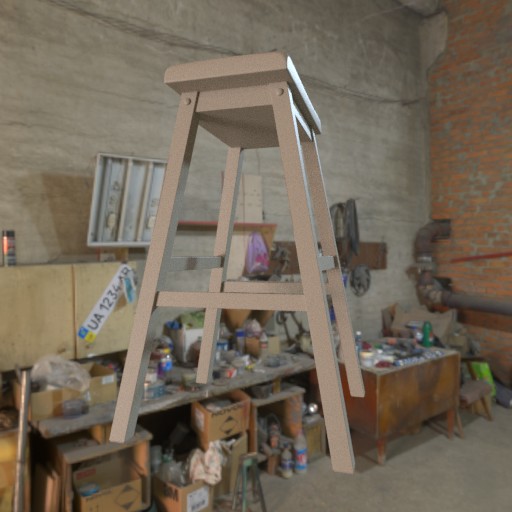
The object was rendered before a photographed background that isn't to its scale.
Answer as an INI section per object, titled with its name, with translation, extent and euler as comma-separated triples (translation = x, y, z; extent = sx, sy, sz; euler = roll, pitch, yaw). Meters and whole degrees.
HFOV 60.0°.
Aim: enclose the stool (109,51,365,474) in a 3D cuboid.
[stool]
translation = 0.000, 0.000, 1.034
extent = 0.476, 0.737, 0.457
euler = 0, 0, 16
